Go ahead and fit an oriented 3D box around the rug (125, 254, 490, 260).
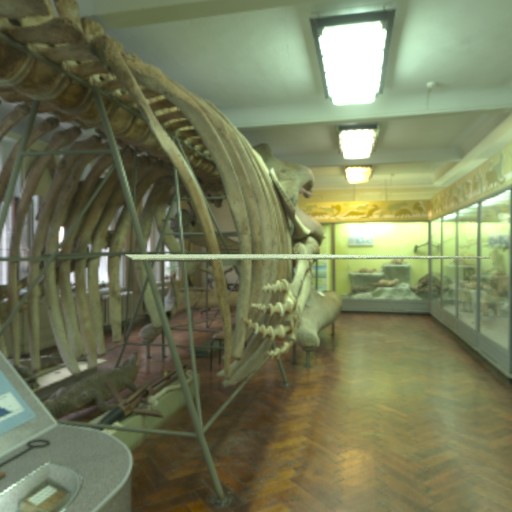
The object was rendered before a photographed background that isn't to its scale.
[{"bbox_3d":[0.000,0.000,4.378,2.438,0.013,3.353,0,1,-17],"label":"rug"}]
